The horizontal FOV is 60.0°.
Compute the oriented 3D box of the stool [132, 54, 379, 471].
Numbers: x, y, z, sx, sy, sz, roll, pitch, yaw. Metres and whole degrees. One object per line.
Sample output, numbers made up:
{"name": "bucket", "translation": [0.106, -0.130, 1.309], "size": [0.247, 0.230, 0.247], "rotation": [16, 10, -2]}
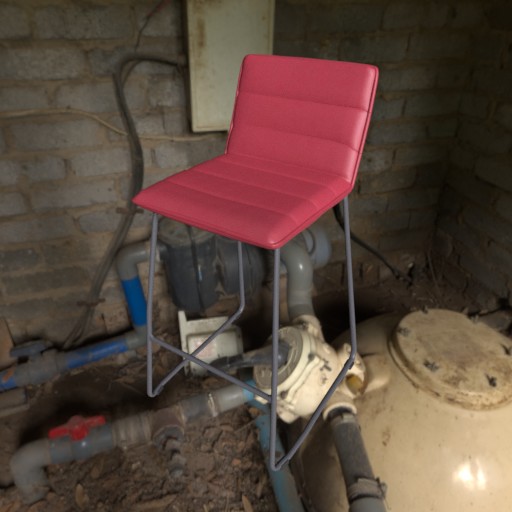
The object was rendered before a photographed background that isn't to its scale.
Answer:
{"name": "stool", "translation": [0.000, 0.000, 1.200], "size": [0.489, 0.937, 0.524], "rotation": [19, 36, 28]}
